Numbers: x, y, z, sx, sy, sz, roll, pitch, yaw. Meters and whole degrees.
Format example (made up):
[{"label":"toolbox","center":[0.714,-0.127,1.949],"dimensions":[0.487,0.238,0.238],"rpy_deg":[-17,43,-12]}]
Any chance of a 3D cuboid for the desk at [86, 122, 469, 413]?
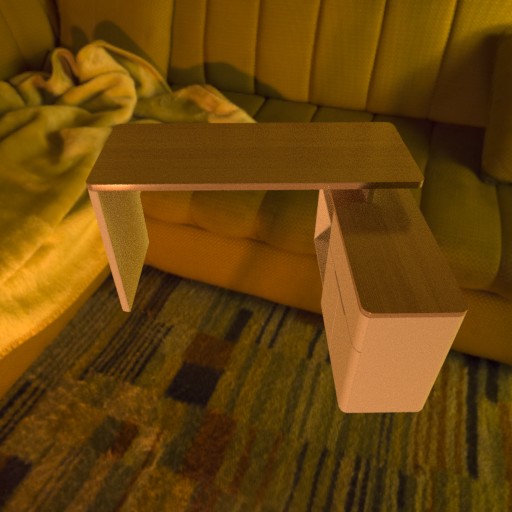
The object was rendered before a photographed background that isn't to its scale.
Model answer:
[{"label":"desk","center":[0.000,0.000,2.052],"dimensions":[1.400,0.770,1.175],"rpy_deg":[-1,41,-1]}]
